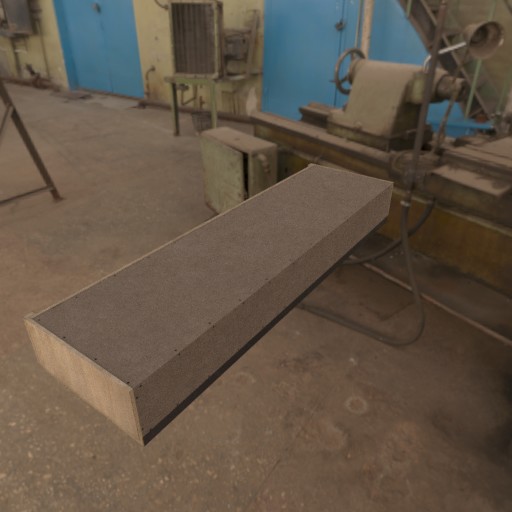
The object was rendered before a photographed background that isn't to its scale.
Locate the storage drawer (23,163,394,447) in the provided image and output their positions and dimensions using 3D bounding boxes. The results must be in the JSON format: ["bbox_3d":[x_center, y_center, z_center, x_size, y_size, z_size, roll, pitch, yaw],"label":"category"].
[{"bbox_3d":[0.000,0.000,2.251,0.591,0.274,2.072,21,37,31],"label":"storage drawer"}]
